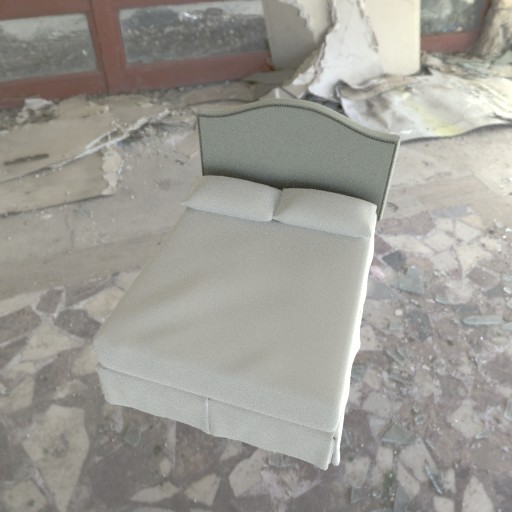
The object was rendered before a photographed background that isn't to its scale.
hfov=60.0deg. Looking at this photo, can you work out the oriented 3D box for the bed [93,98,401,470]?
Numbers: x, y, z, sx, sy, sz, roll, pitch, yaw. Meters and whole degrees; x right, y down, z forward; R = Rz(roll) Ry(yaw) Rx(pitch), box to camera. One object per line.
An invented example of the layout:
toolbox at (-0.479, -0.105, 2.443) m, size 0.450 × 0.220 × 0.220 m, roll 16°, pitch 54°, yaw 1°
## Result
bed at (0.000, 0.000, 3.379) m, size 1.813 × 1.607 × 2.180 m, roll 12°, pitch 44°, yaw 13°
